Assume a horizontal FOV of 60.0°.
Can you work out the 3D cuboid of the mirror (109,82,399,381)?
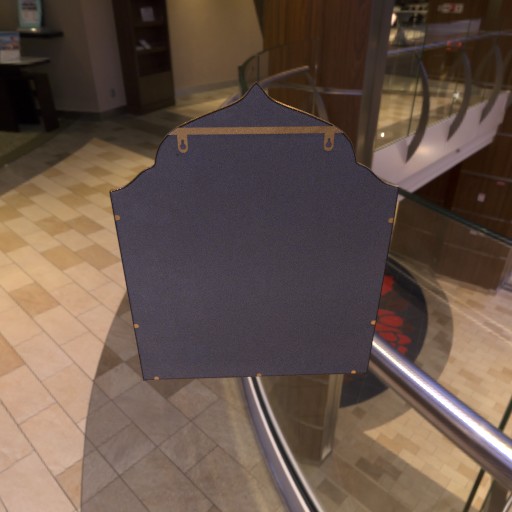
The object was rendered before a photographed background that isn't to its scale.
[{"bbox_3d":[0.000,0.000,0.855,0.513,0.635,0.018,-1,31,-2],"label":"mirror"}]
